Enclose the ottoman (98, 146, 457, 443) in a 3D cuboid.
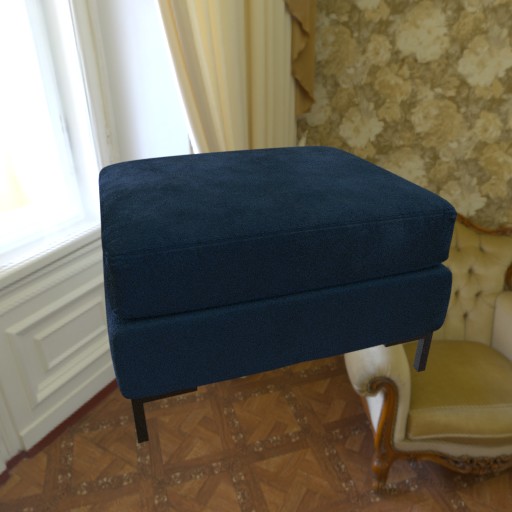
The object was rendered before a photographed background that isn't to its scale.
[{"bbox_3d":[0.000,0.000,1.205,0.794,0.485,0.655,-8,28,-16],"label":"ottoman"}]
